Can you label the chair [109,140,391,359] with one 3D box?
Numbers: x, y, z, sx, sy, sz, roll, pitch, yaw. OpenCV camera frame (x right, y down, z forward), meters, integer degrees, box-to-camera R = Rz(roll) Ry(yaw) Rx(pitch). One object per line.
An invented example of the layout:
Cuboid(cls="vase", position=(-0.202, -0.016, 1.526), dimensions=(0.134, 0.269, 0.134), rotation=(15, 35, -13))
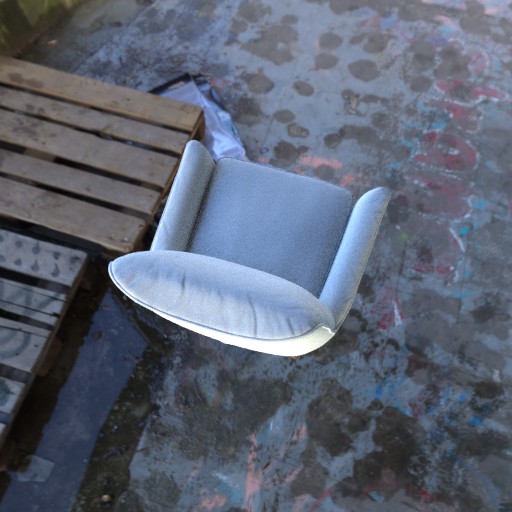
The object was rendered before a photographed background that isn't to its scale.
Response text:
Cuboid(cls="chair", position=(0.000, 0.000, 1.521), dimensions=(0.787, 0.888, 0.822), rotation=(16, 64, 8))
